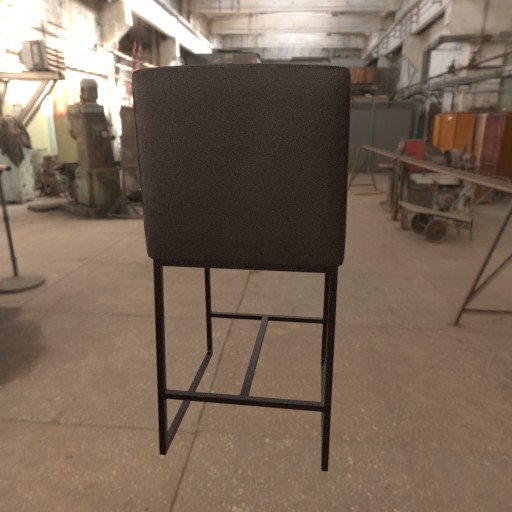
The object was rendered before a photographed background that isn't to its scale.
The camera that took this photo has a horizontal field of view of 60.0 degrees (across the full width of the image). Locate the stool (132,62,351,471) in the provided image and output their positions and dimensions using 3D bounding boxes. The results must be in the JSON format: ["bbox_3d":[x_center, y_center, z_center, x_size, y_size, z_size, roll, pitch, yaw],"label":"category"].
[{"bbox_3d":[0.000,0.000,1.253,0.463,0.946,0.562,2,17,8],"label":"stool"}]
